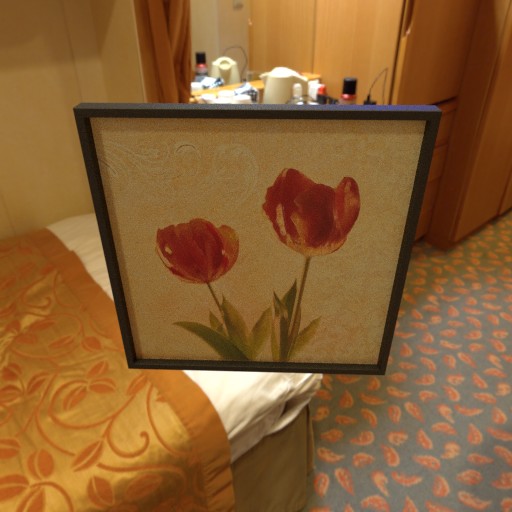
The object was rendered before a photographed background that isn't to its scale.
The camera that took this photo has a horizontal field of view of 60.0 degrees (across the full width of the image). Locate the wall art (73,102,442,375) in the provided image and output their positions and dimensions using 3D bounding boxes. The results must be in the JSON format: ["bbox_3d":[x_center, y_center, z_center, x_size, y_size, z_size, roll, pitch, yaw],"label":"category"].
[{"bbox_3d":[0.000,0.000,0.526,0.349,0.349,0.038,1,32,2],"label":"wall art"}]
